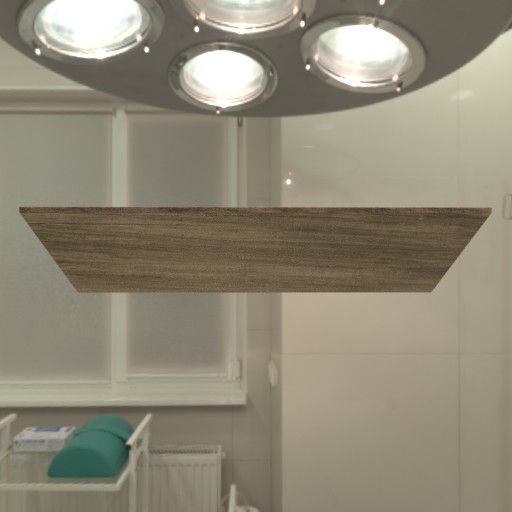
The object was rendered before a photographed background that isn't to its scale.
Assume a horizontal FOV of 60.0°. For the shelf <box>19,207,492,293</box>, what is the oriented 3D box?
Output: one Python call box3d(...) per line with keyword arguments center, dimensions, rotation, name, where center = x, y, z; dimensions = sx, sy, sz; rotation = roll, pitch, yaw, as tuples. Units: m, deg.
box3d(center=(0.000, 0.000, 0.671), dimensions=(0.610, 0.125, 0.200), rotation=(0, 0, -1), name="shelf")
